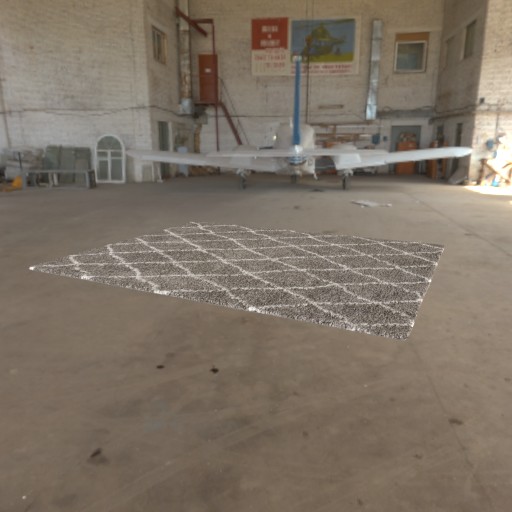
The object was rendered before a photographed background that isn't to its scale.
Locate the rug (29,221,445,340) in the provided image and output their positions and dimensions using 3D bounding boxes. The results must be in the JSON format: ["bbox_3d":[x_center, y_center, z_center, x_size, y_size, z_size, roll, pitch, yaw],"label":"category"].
[{"bbox_3d":[0.000,0.000,4.084,3.047,0.029,2.438,7,16,26],"label":"rug"}]
